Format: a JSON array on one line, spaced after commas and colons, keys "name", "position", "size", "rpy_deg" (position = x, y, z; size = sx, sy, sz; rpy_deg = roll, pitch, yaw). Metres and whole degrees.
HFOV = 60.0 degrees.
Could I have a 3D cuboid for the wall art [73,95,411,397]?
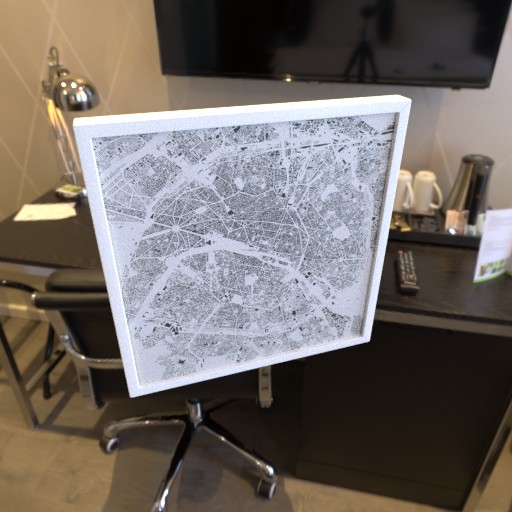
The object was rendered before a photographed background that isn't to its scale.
[{"name": "wall art", "position": [0.000, 0.000, 0.782], "size": [0.508, 0.508, 0.038], "rpy_deg": [-9, 32, -15]}]
